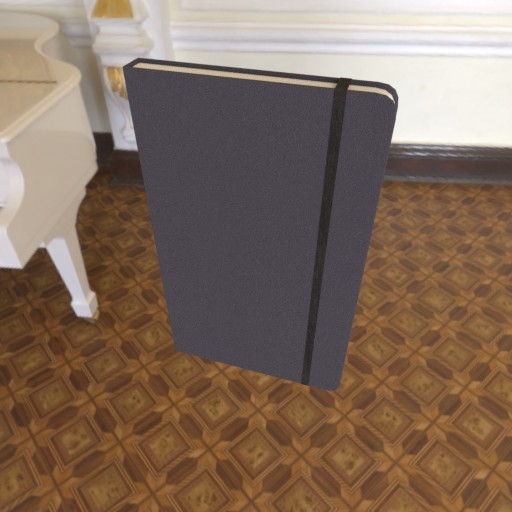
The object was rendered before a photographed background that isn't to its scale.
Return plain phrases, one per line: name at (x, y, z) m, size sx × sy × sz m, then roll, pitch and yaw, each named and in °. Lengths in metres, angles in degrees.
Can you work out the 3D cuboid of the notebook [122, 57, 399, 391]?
notebook at (0.000, 0.000, 0.267) m, size 0.127 × 0.213 × 0.016 m, roll 11°, pitch 41°, yaw 13°
